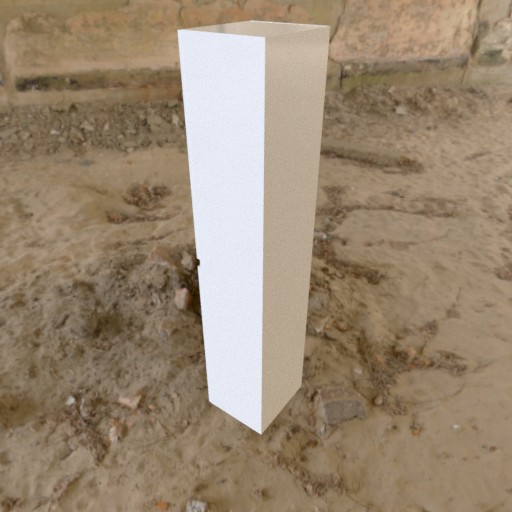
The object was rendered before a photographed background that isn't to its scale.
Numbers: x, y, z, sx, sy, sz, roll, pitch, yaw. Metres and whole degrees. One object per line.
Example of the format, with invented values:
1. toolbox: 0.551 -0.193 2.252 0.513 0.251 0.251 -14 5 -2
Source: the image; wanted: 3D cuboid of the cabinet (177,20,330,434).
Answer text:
1. cabinet: 0.000 0.000 1.521 0.270 1.400 0.300 22 39 30
